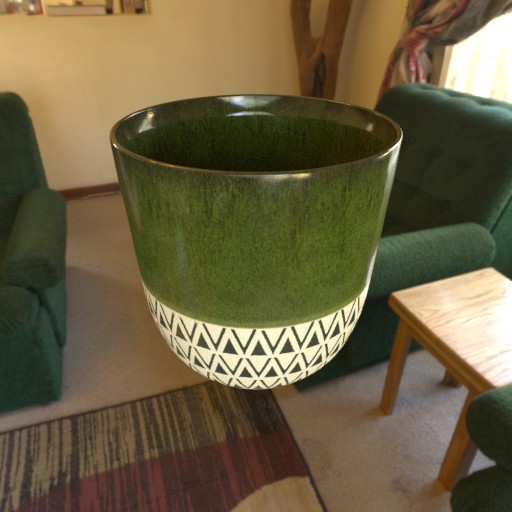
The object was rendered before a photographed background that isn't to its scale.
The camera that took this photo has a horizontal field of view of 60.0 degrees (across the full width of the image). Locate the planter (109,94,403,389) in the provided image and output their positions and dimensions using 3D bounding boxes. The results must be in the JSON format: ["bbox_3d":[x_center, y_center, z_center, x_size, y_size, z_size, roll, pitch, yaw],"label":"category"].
[{"bbox_3d":[0.000,0.000,0.454,0.245,0.270,0.245,0,31,0],"label":"planter"}]
